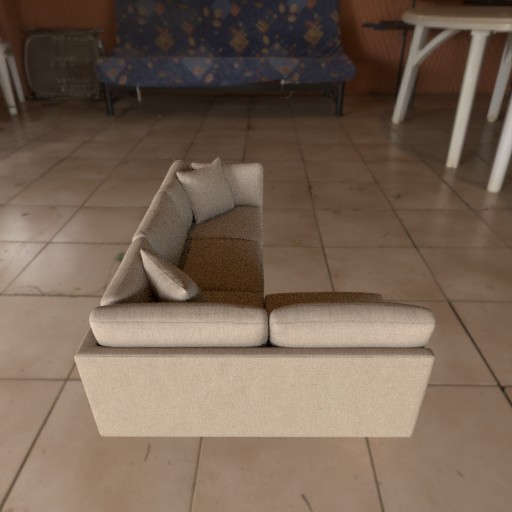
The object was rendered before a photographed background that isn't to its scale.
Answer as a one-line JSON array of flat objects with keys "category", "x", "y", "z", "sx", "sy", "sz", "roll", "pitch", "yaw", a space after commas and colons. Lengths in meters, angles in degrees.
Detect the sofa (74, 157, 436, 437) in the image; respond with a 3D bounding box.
[{"category": "sofa", "x": 0.000, "y": 0.000, "z": 3.758, "sx": 1.994, "sy": 0.978, "sz": 2.896, "roll": 0, "pitch": 30, "yaw": 0}]
